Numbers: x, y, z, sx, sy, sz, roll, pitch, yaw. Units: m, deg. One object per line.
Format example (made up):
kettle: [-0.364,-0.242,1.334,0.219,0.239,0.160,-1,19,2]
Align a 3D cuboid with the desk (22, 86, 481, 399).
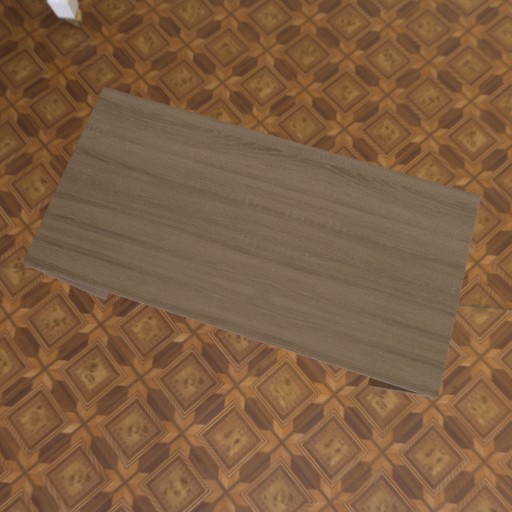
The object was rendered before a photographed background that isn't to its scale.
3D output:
desk: [0.000,0.000,1.833,1.380,0.745,0.690,17,77,4]
